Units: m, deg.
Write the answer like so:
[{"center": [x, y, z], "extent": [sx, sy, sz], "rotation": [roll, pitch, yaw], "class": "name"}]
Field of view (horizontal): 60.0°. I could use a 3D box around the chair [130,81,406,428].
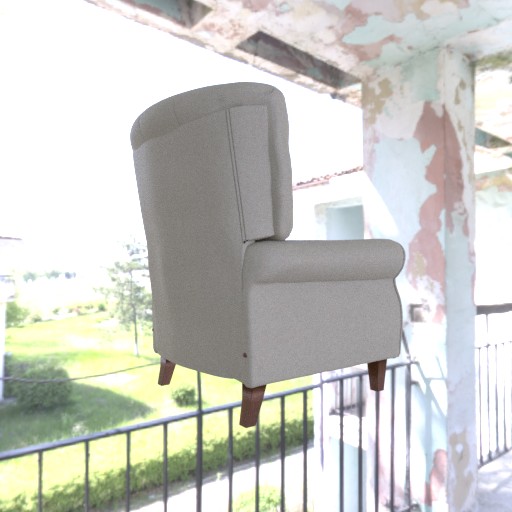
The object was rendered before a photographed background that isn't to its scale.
[{"center": [0.000, 0.000, 1.932], "extent": [1.059, 1.158, 0.943], "rotation": [1, -1, -37], "class": "chair"}]
